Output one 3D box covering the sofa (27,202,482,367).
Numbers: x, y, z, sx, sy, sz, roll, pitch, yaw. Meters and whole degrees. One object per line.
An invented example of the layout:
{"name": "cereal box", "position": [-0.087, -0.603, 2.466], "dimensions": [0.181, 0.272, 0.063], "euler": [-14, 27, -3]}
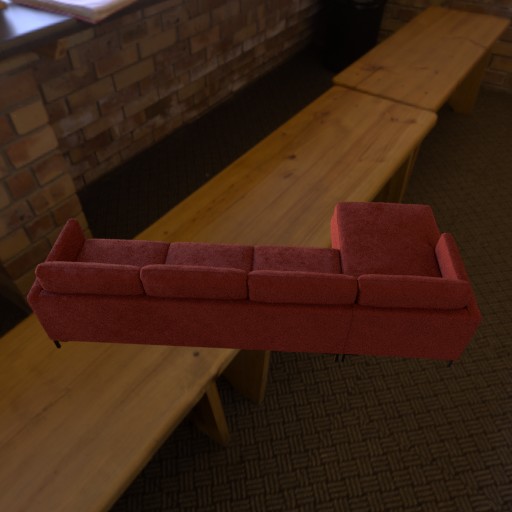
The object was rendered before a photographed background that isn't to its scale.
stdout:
{"name": "sofa", "position": [0.000, 0.000, 2.850], "dimensions": [2.467, 0.663, 1.136], "euler": [2, 46, 2]}
